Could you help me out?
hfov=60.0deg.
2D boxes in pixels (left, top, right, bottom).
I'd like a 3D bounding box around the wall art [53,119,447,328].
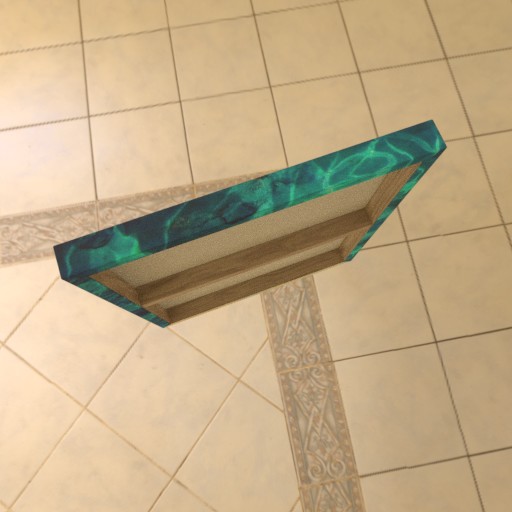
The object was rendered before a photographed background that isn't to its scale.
[{"bbox_3d":[0.000,0.000,0.716,0.432,0.508,0.038,-19,76,-5],"label":"wall art"}]
